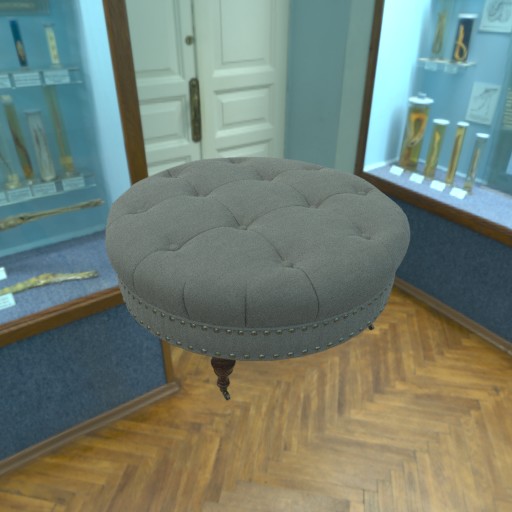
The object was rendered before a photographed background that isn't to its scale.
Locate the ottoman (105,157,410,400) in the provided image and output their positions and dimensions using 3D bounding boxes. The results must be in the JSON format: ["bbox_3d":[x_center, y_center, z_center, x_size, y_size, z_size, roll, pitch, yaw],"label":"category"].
[{"bbox_3d":[0.000,0.000,1.413,0.901,0.439,0.901,0,31,0],"label":"ottoman"}]
